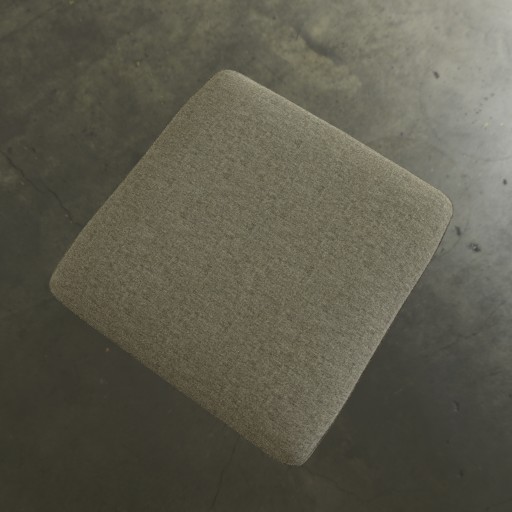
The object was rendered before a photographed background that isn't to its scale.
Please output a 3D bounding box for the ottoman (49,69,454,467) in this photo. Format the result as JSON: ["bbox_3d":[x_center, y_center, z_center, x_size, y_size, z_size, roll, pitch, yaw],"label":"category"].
[{"bbox_3d":[0.000,0.000,1.628,1.035,0.526,1.039,33,78,8],"label":"ottoman"}]
